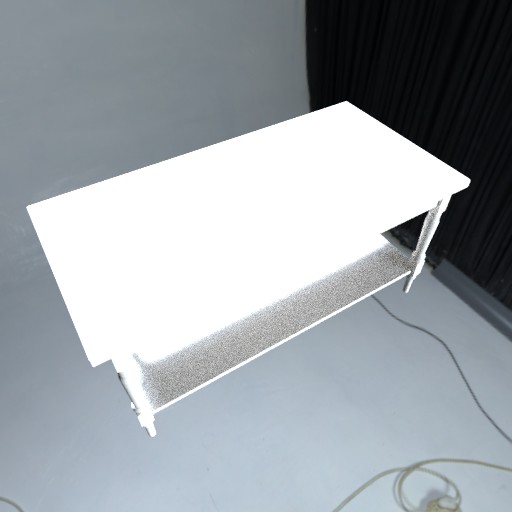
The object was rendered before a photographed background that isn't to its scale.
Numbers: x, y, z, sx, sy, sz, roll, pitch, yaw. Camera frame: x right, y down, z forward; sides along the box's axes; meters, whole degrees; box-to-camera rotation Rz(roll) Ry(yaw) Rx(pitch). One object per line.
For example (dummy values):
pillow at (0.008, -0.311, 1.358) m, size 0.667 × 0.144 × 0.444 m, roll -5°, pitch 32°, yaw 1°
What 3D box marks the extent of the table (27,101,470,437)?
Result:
table at (0.000, 0.000, 1.410) m, size 1.107 × 0.510 × 0.550 m, roll -24°, pitch 51°, yaw -21°
